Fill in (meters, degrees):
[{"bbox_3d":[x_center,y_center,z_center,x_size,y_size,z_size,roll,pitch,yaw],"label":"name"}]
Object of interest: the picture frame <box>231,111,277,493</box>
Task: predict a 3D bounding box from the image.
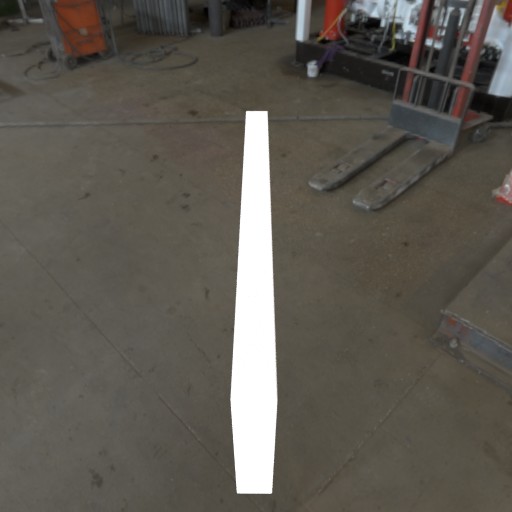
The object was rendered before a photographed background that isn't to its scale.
[{"bbox_3d":[0.000,0.000,0.845,0.050,0.250,0.759,0,41,0],"label":"picture frame"}]
